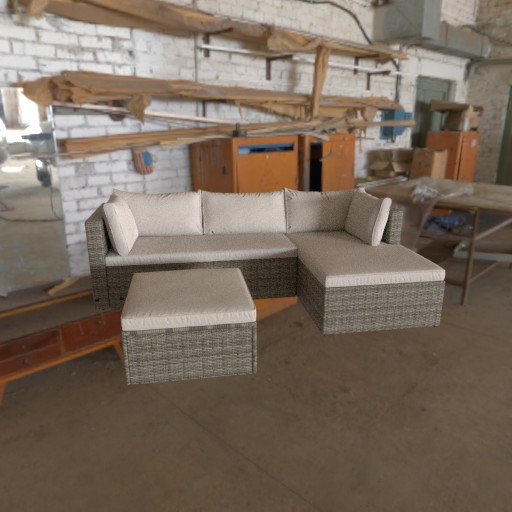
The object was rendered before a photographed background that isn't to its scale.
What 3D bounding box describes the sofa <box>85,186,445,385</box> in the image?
[{"bbox_3d":[0.000,0.000,2.964,2.192,0.766,1.662,-3,17,-9],"label":"sofa"}]
